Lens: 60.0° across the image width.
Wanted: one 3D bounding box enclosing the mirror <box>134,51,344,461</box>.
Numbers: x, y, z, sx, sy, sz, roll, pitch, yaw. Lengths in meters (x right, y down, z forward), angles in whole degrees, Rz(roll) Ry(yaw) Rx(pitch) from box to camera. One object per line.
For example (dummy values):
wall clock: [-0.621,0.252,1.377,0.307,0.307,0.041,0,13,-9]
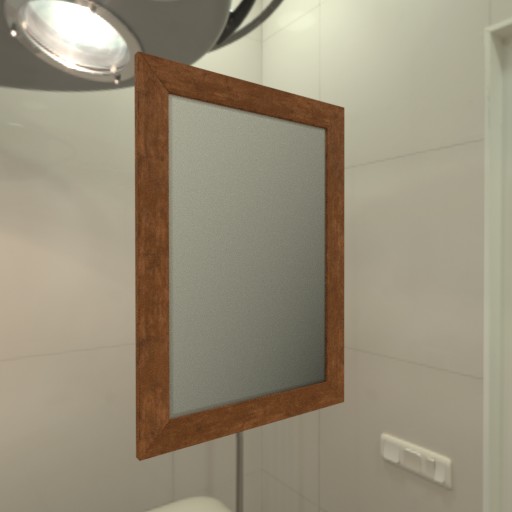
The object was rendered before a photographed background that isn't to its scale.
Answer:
mirror: [0.000,0.000,1.430,0.796,1.099,0.028,0,1,-36]
